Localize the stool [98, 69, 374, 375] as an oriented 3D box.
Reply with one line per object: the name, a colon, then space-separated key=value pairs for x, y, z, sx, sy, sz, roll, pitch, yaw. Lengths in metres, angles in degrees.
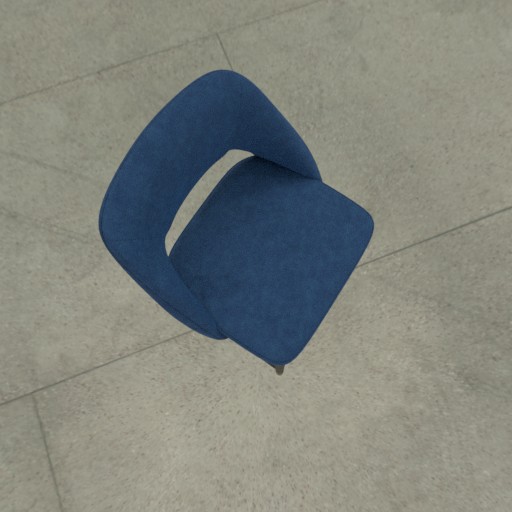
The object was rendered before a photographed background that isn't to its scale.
stool: x=0.000 y=0.000 z=1.259 sx=0.524 sy=0.925 sz=0.536 roll=33 pitch=78 yaw=8
